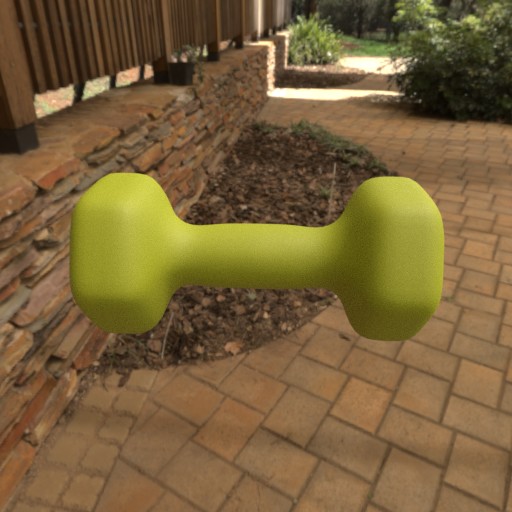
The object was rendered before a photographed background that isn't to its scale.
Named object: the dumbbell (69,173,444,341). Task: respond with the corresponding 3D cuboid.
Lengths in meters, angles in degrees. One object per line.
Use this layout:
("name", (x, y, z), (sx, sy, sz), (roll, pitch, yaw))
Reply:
("dumbbell", (0.000, 0.000, 0.214), (0.164, 0.072, 0.080), (2, 30, 3))
